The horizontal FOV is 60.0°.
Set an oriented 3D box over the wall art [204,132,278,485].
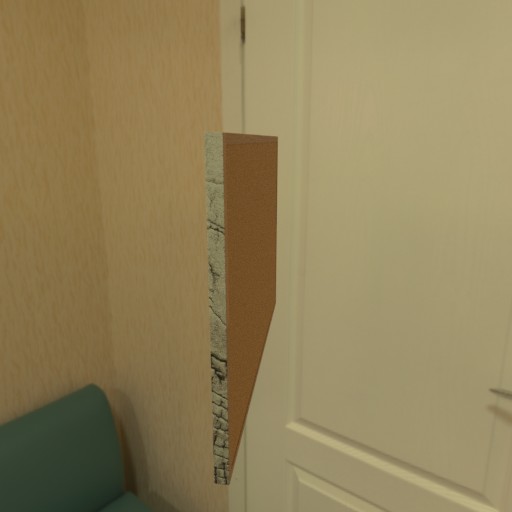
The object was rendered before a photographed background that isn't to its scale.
[{"bbox_3d":[0.000,0.000,1.440,0.035,0.758,1.141,2,15,7],"label":"wall art"}]
